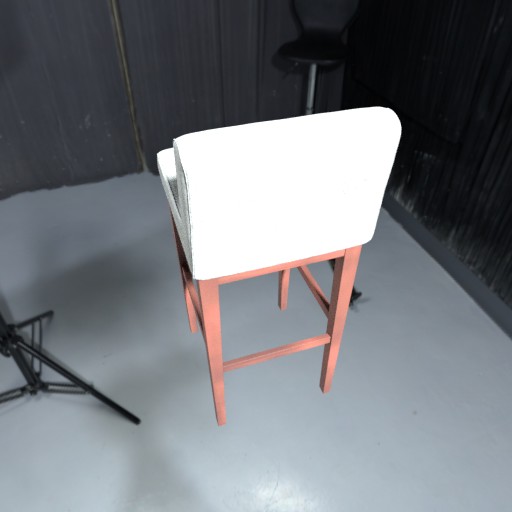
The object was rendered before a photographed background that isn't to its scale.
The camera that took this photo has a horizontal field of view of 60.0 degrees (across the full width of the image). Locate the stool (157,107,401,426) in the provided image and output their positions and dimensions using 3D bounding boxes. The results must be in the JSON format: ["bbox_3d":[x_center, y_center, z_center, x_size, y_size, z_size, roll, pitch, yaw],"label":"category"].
[{"bbox_3d":[0.000,0.000,1.252,0.426,0.965,0.499,-12,42,-14],"label":"stool"}]
